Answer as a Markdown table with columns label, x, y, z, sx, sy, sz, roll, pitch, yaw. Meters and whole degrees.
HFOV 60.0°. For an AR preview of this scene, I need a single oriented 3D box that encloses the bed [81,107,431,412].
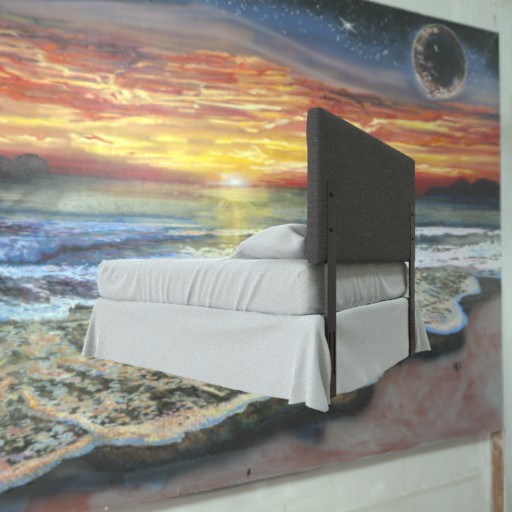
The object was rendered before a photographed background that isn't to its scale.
| label | x | y | z | sx | sy | sz | roll | pitch | yaw |
| --- | --- | --- | --- | --- | --- | --- | --- | --- | --- |
| bed | 0.000 | 0.000 | 3.585 | 2.222 | 1.577 | 1.936 | 0 | 0 | 37 |
